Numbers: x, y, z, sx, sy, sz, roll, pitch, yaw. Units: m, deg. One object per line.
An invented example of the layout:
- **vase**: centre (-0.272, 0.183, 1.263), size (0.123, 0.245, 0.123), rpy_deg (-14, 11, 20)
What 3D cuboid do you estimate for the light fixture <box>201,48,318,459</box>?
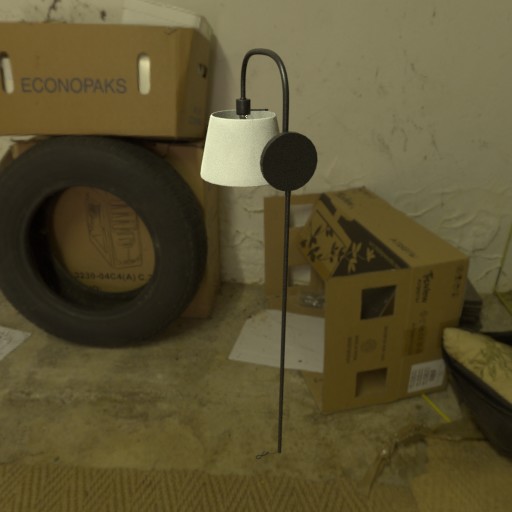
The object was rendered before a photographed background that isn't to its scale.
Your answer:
- **light fixture**: centre (0.000, 0.000, 0.470), size (0.092, 0.399, 0.176), rpy_deg (-8, 27, -16)
